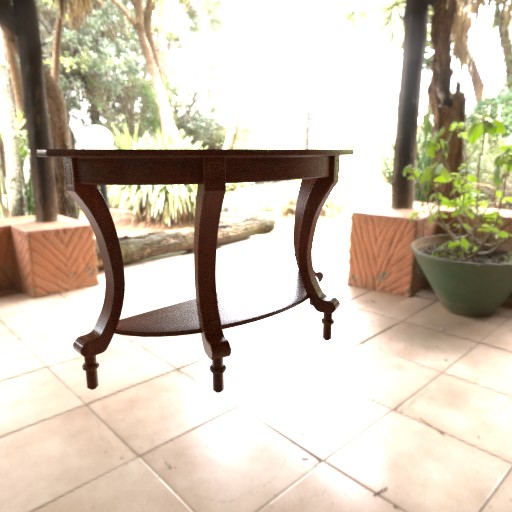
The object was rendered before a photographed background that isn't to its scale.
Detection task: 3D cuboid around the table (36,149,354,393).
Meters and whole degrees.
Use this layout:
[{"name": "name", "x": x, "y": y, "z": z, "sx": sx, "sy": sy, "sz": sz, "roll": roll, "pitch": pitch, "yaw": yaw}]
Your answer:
[{"name": "table", "x": 0.000, "y": 0.000, "z": 1.493, "sx": 1.198, "sy": 0.699, "sz": 0.394, "roll": -13, "pitch": 18, "yaw": -43}]
